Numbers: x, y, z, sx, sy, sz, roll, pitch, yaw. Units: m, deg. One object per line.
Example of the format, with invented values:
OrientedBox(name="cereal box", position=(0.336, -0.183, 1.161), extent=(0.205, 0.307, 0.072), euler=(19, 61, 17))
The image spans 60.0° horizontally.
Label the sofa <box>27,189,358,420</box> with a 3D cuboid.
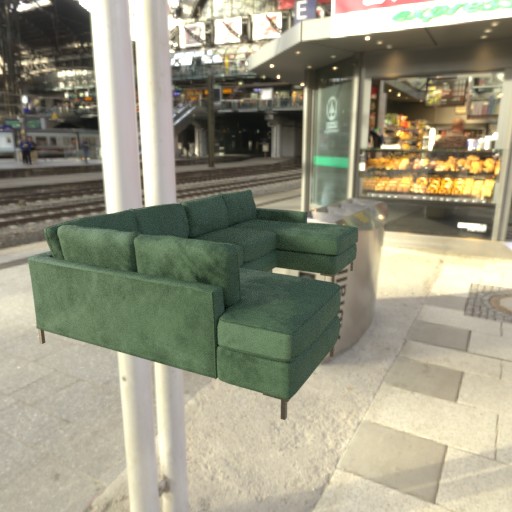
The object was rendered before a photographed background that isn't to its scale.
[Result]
OrientedBox(name="sofa", position=(0.000, 0.000, 3.830), extent=(1.992, 0.861, 2.994), euler=(7, 16, 27))
